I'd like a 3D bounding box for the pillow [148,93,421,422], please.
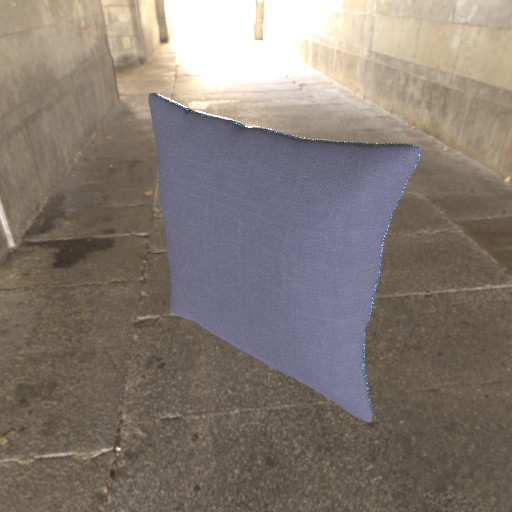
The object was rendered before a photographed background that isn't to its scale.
[{"bbox_3d":[0.000,0.000,0.673,0.436,0.430,0.138,21,37,32],"label":"pillow"}]
